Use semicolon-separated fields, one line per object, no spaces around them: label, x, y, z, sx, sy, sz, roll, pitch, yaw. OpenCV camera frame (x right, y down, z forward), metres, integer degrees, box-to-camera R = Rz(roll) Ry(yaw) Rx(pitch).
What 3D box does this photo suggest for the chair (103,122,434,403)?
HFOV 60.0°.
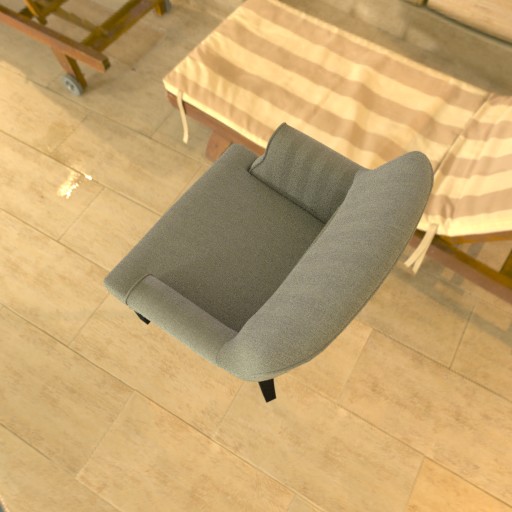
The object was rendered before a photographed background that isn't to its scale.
chair;0.000;0.000;1.436;0.755;0.880;0.772;33;68;15
